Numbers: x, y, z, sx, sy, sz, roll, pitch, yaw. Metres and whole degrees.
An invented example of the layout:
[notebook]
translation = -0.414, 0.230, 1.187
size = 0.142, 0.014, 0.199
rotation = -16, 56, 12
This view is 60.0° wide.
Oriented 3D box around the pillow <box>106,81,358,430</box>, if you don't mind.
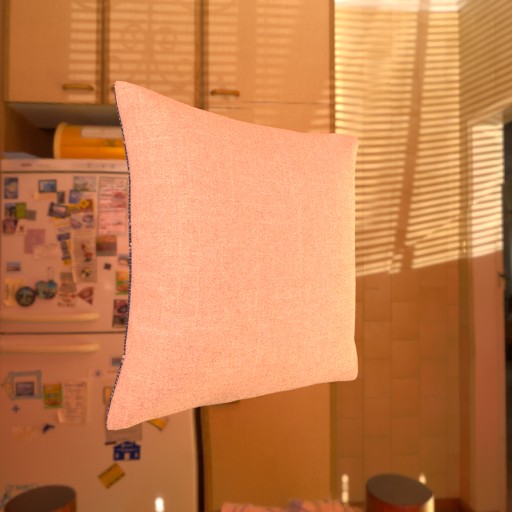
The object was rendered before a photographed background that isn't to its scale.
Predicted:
[pillow]
translation = 0.000, 0.000, 0.662
size = 0.435, 0.428, 0.148
rotation = 1, -2, -35
